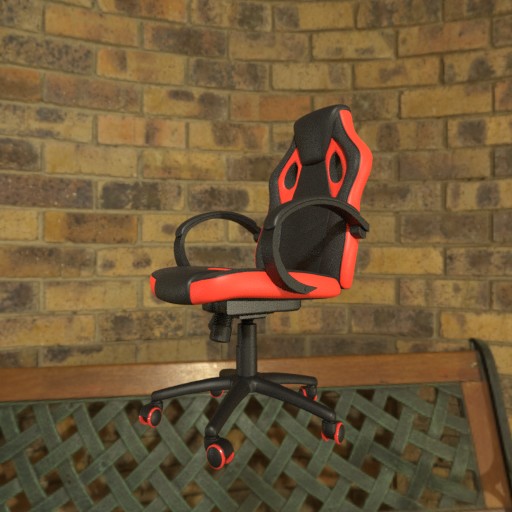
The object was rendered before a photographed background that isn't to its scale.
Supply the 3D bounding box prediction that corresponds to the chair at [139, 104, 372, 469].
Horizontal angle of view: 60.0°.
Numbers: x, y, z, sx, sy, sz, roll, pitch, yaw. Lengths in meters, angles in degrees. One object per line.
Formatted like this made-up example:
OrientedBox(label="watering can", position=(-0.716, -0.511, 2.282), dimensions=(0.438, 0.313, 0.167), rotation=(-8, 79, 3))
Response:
OrientedBox(label="chair", position=(0.000, 0.000, 1.388), dimensions=(0.642, 1.016, 0.600), rotation=(0, 0, -37))
